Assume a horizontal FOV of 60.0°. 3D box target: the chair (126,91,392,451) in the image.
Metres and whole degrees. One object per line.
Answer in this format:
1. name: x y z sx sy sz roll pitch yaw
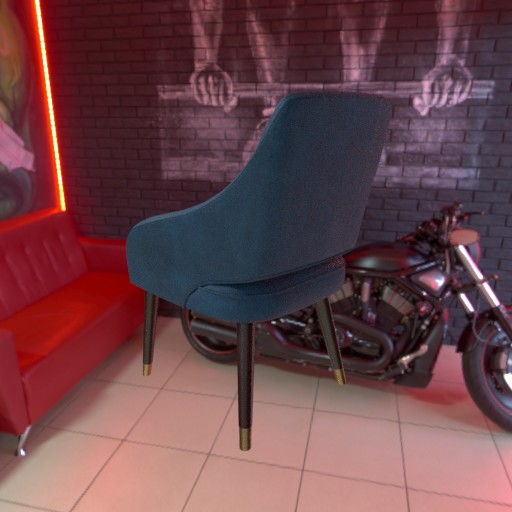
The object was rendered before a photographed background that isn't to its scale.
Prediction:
1. chair: 0.000 0.000 1.602 0.683 1.081 0.794 -16 23 -42
